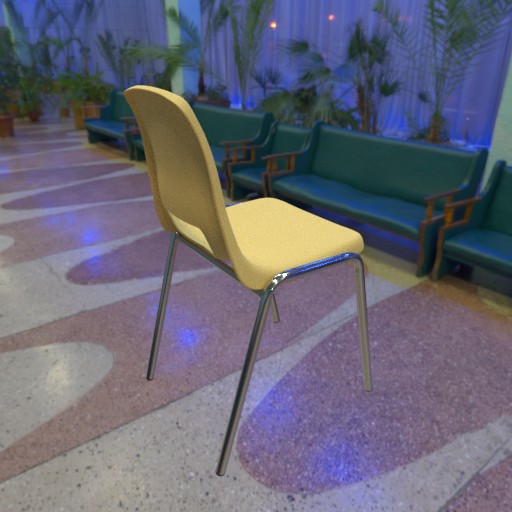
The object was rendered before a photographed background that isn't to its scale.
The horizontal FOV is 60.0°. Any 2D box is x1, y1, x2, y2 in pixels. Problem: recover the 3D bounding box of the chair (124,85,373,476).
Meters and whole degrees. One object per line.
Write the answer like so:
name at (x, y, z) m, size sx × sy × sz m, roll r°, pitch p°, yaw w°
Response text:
chair at (0.000, 0.000, 0.952) m, size 0.436 × 0.704 × 0.381 m, roll -18°, pitch 31°, yaw -32°
